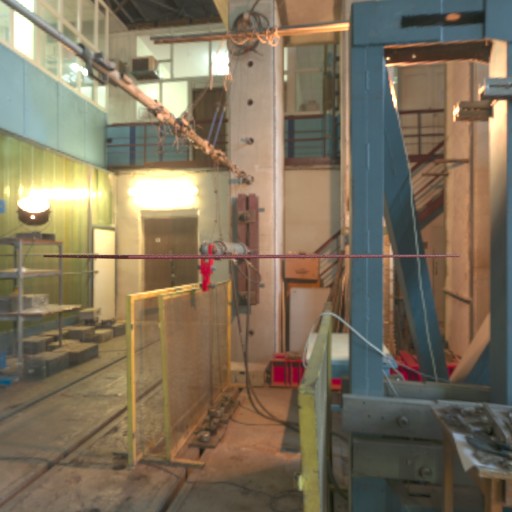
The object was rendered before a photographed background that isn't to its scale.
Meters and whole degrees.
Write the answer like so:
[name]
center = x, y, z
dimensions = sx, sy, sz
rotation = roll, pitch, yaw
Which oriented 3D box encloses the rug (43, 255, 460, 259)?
[rug]
center = 0.000, 0.000, 2.299
dimensions = 1.802, 0.013, 1.194
rotation = 0, 0, -36
